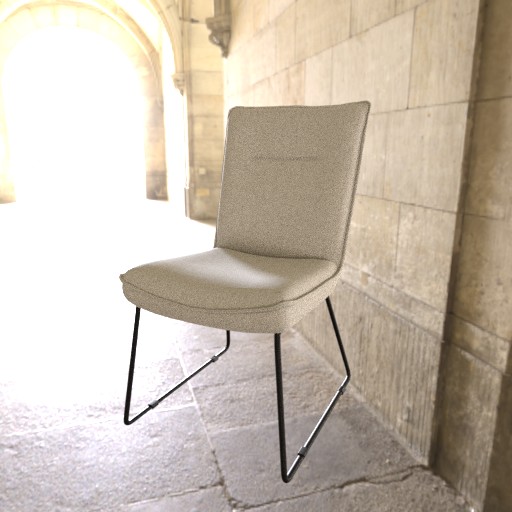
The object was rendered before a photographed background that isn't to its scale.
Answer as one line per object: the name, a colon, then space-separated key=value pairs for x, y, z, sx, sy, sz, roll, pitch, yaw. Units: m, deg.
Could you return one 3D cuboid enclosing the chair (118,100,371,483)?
chair: x=0.000 y=0.000 z=1.344 sx=0.515 sy=0.930 sz=0.688 roll=7 pitch=15 yaw=26
